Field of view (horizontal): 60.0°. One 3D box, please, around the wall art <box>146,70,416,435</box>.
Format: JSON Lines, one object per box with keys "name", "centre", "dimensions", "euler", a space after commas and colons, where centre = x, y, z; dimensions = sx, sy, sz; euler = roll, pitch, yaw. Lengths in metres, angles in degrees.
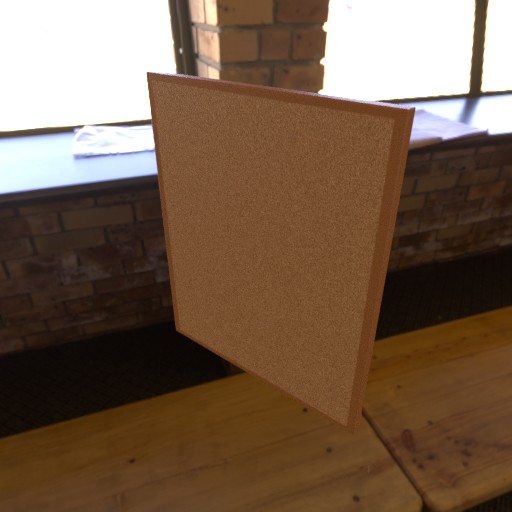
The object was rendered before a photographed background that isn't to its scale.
{"name": "wall art", "centre": [0.000, 0.000, 0.522], "dimensions": [0.310, 0.379, 0.015], "euler": [22, 37, 32]}
